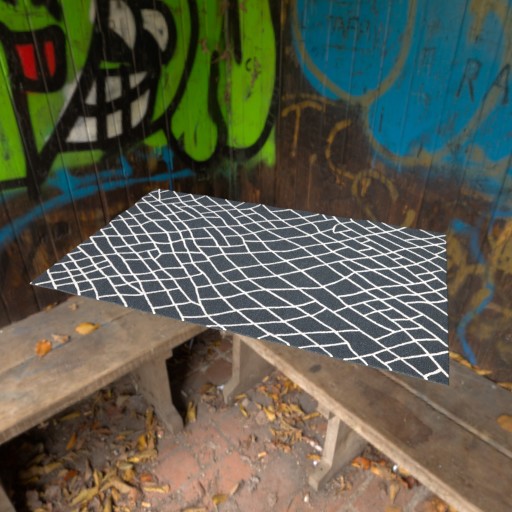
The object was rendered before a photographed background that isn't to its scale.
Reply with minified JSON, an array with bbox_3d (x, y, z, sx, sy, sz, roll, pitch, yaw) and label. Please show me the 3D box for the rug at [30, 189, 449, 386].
[{"bbox_3d":[0.000,0.000,3.013,2.448,0.017,1.529,11,34,16],"label":"rug"}]
